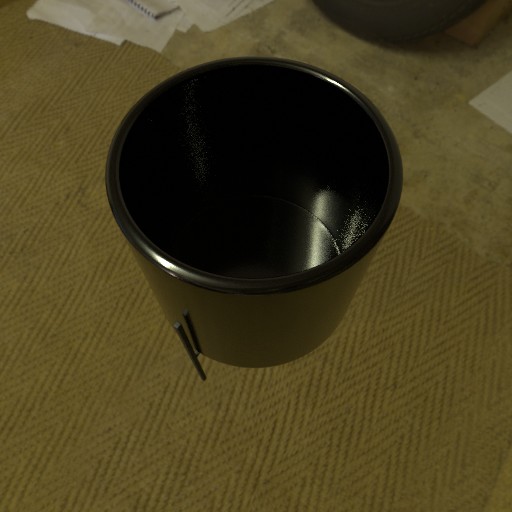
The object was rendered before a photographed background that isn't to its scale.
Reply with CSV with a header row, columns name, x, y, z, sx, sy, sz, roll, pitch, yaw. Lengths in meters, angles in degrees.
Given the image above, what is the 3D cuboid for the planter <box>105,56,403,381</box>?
name,x,y,z,sx,sy,sz,roll,pitch,yaw
planter,0.000,0.000,0.636,0.310,0.432,0.310,17,64,9
